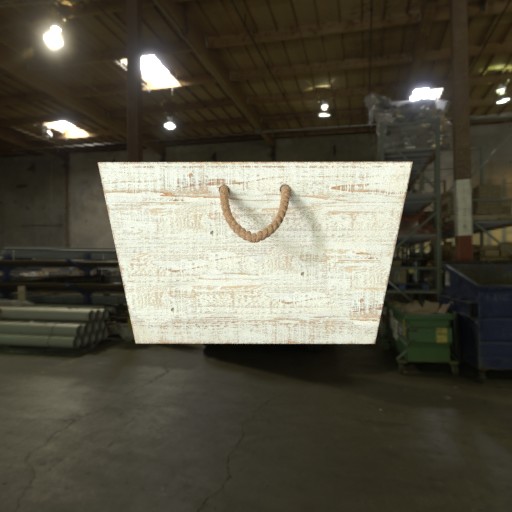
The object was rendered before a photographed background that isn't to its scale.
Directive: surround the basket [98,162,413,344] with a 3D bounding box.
[{"bbox_3d":[0.000,0.000,0.786,0.413,0.247,0.545,0,0,0],"label":"basket"}]
